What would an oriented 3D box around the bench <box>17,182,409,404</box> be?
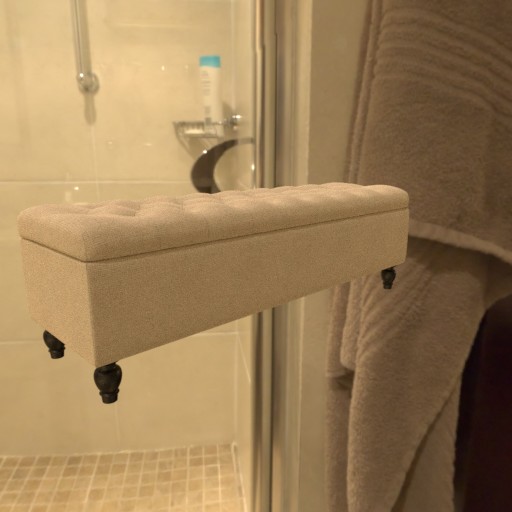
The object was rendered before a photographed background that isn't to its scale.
[{"bbox_3d":[0.000,0.000,1.641,1.480,0.467,0.455,-12,18,-43],"label":"bench"}]
